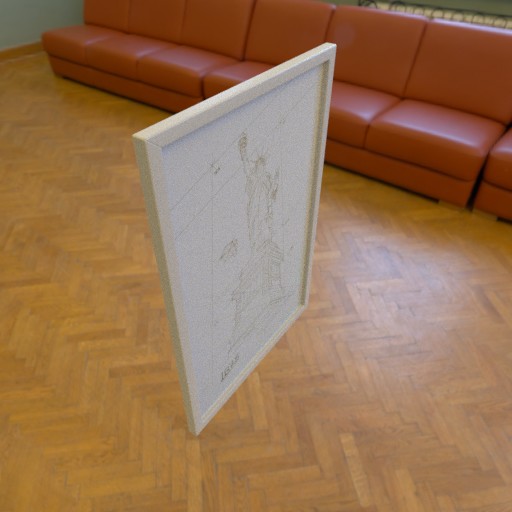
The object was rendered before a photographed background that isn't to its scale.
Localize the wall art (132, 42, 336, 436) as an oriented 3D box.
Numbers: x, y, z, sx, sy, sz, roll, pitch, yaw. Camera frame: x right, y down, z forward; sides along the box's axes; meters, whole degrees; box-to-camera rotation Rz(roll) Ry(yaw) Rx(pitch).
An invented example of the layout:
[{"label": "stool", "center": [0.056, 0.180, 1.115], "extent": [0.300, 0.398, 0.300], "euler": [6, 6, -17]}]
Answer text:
[{"label": "wall art", "center": [0.000, 0.000, 1.042], "extent": [0.026, 0.813, 0.556], "euler": [25, 46, 26]}]
